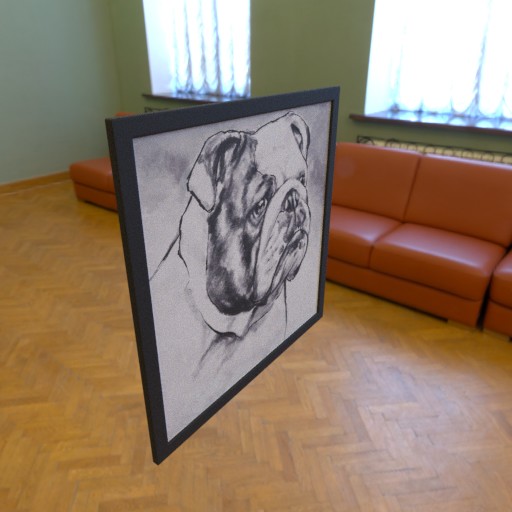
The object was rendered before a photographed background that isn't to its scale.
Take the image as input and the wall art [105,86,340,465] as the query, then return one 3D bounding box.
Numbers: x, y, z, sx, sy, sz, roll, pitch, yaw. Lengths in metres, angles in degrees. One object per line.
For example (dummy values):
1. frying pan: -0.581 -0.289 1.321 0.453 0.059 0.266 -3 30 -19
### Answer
1. wall art: 0.000 0.000 0.825 0.012 0.558 0.562 18 31 33
